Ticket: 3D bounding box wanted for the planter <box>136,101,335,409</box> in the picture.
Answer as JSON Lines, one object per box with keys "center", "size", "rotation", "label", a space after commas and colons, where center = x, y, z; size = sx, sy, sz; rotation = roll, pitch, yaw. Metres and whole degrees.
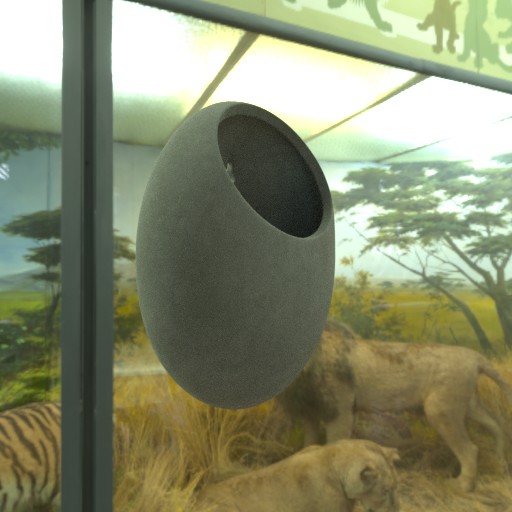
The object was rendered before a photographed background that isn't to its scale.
{"center": [0.000, 0.000, 0.282], "size": [0.071, 0.188, 0.185], "rotation": [0, 0, 35], "label": "planter"}
